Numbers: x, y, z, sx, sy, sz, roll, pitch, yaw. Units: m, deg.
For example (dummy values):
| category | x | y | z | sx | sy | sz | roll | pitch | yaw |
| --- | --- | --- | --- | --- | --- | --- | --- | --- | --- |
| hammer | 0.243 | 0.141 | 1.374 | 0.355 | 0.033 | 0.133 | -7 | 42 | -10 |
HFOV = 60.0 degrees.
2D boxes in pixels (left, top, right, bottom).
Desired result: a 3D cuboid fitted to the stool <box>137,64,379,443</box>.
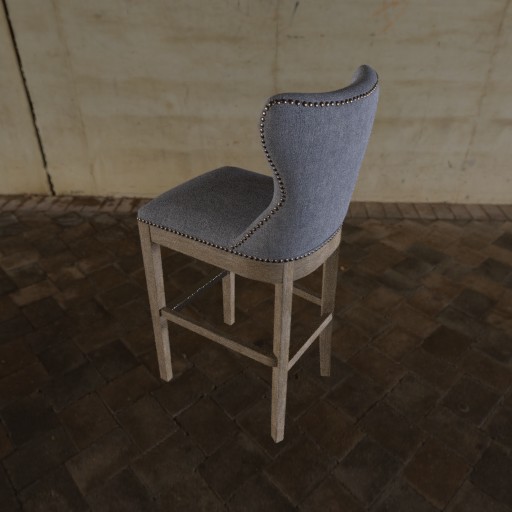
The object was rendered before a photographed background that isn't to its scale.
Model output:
| category | x | y | z | sx | sy | sz | roll | pitch | yaw |
| --- | --- | --- | --- | --- | --- | --- | --- | --- | --- |
| stool | 0.000 | 0.000 | 1.421 | 0.606 | 1.123 | 0.494 | 20 | 38 | 29 |
